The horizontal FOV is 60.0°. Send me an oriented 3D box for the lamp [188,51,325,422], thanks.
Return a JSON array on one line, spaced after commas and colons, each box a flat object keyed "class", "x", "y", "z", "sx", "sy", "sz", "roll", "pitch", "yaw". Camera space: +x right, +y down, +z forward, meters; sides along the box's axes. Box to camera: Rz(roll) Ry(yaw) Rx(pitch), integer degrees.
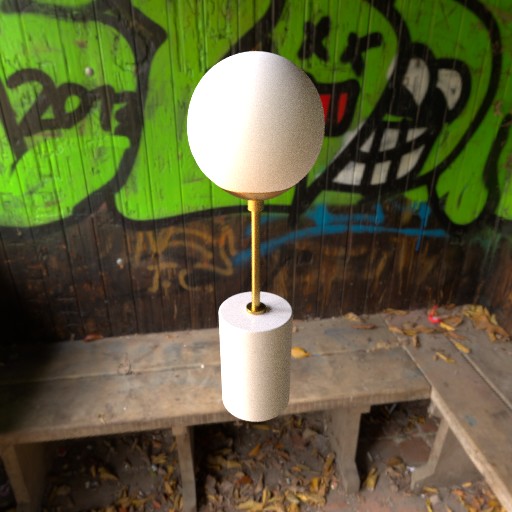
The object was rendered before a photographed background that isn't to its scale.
[{"class": "lamp", "x": 0.000, "y": 0.000, "z": 0.573, "sx": 0.153, "sy": 0.480, "sz": 0.153, "roll": 0, "pitch": 26, "yaw": 0}]
